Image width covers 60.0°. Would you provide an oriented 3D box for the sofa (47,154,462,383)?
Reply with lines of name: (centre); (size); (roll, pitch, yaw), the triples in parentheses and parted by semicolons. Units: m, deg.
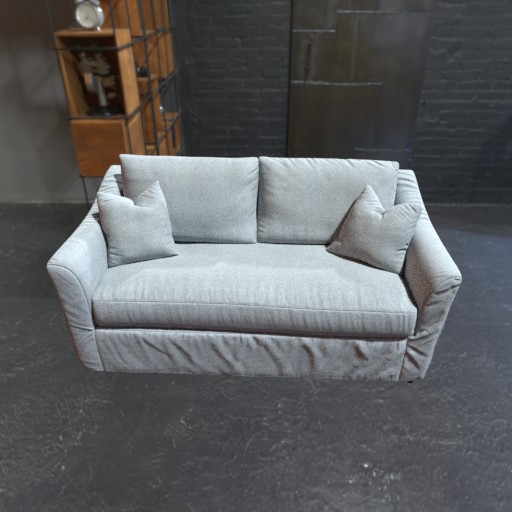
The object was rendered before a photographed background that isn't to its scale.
sofa: (0.000, 0.000, 2.641); (2.010, 1.018, 1.072); (1, 30, 2)
